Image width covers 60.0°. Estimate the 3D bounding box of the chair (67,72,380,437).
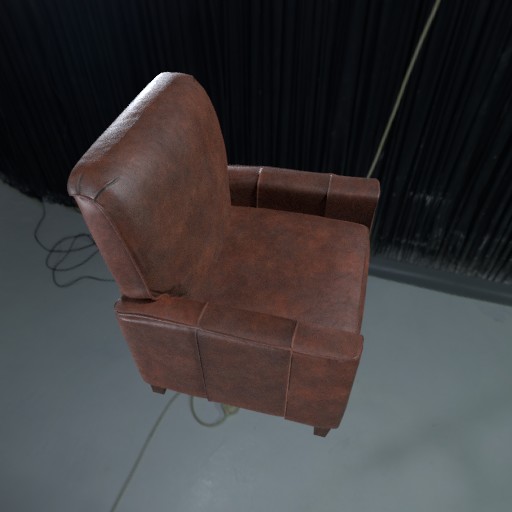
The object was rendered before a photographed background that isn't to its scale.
[{"bbox_3d":[0.000,0.000,1.609,0.836,1.043,0.843,11,48,10],"label":"chair"}]
